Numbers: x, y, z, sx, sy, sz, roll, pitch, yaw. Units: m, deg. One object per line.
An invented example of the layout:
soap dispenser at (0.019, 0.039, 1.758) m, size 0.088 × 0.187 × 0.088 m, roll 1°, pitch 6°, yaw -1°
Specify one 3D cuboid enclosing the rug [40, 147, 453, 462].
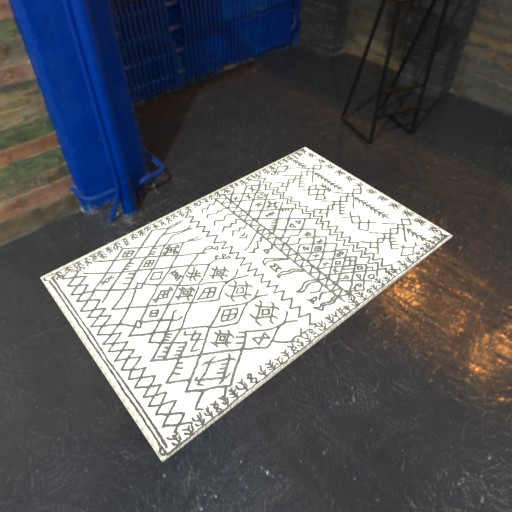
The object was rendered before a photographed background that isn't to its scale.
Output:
rug at (0.000, 0.000, 3.067) m, size 2.444 × 0.012 × 1.526 m, roll -31°, pitch 54°, yaw -26°
